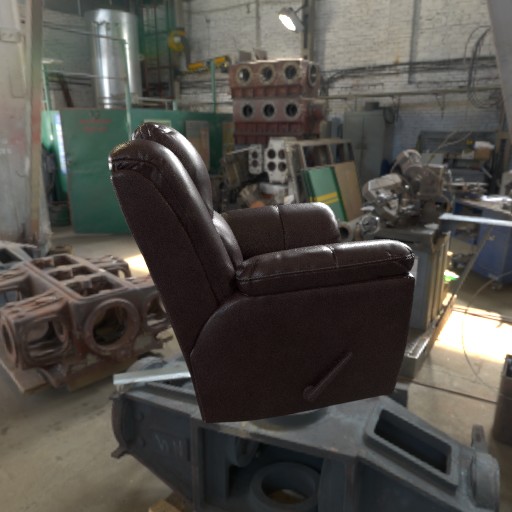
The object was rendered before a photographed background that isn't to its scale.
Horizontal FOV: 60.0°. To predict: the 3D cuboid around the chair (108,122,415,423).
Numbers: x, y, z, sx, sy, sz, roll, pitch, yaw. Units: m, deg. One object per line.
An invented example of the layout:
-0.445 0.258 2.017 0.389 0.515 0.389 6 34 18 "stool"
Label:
0.000 0.000 1.895 1.041 1.093 0.990 -3 17 -10 "chair"
